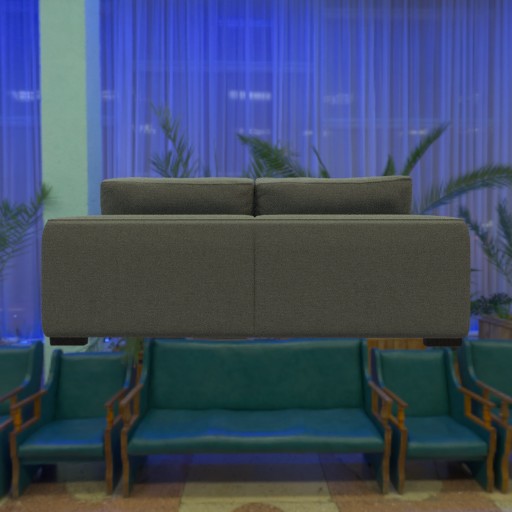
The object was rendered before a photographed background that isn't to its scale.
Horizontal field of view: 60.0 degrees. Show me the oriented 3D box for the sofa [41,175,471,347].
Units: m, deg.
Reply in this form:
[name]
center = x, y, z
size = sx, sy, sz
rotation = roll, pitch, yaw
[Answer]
[sofa]
center = 0.000, 0.000, 2.478
size = 1.920, 0.800, 1.069
rotation = 0, 1, 1
